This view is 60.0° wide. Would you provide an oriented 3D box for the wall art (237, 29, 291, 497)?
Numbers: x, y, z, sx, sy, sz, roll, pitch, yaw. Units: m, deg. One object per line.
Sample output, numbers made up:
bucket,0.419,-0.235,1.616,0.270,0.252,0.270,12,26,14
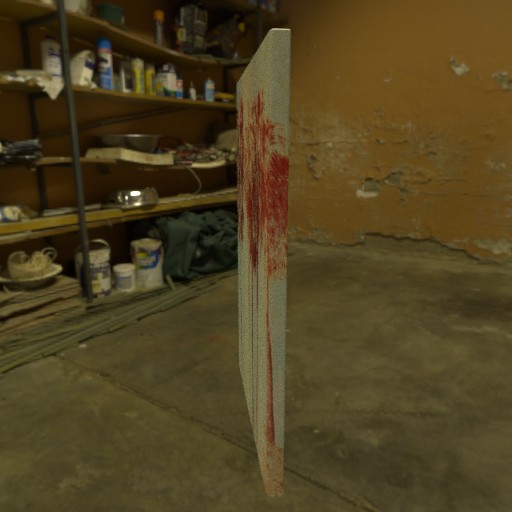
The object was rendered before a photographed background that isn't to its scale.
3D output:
wall art,0.000,0.000,1.130,0.037,0.915,0.605,-2,13,-7
